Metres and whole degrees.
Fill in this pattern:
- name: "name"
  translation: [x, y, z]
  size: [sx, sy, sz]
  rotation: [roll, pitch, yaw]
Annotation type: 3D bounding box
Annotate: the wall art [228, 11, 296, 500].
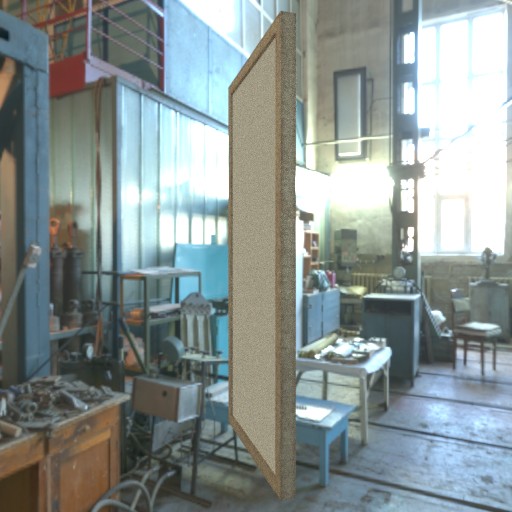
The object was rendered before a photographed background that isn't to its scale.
- name: "wall art"
  translation: [0.000, 0.000, 1.637]
  size: [0.051, 1.461, 0.648]
  rotation: [0, 1, -17]
